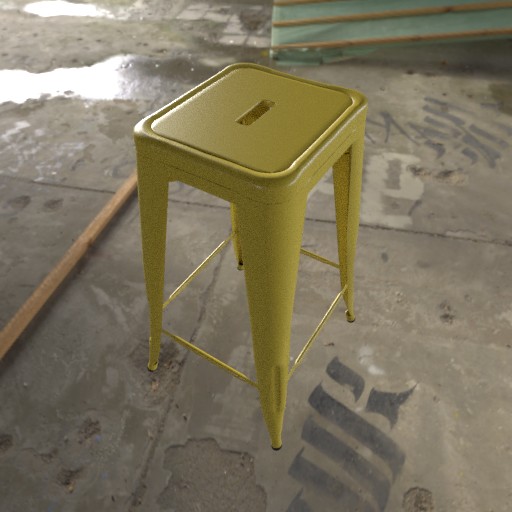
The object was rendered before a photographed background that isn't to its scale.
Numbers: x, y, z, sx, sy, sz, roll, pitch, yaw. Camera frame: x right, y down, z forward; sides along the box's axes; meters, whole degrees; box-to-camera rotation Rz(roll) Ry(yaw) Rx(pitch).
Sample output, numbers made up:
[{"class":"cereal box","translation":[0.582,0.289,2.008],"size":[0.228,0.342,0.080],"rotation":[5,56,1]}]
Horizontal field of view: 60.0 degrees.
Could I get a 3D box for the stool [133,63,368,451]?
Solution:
[{"class":"stool","translation":[0.000,0.000,0.863],"size":[0.359,0.609,0.399],"rotation":[24,51,21]}]
